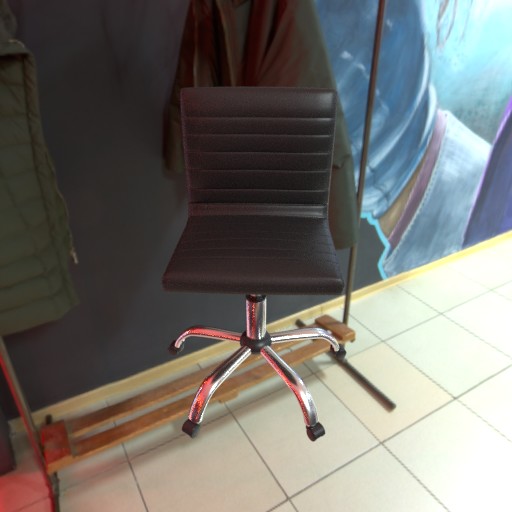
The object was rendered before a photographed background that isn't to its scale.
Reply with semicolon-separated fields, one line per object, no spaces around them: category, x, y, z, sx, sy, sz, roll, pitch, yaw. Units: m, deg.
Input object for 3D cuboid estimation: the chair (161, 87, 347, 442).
chair;0.000;0.000;1.147;0.556;0.780;0.530;1;30;2
